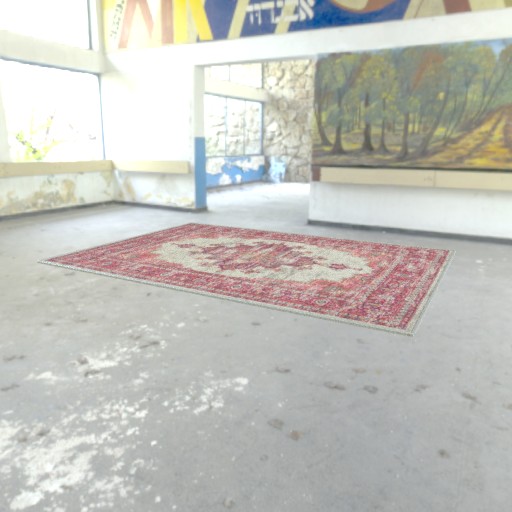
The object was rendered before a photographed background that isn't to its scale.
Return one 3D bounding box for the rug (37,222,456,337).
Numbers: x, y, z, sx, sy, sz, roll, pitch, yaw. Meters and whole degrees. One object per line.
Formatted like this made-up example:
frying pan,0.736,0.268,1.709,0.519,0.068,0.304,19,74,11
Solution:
rug,0.000,0.000,2.242,1.747,0.011,1.217,8,16,28
